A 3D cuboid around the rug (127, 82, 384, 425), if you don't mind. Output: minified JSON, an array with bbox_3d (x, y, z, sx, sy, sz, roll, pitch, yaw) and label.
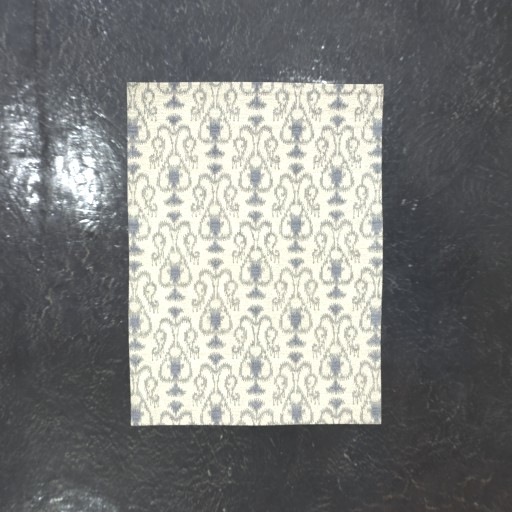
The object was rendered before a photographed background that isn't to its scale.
[{"bbox_3d":[0.000,0.000,2.921,1.676,0.013,2.261,0,92,-1],"label":"rug"}]
